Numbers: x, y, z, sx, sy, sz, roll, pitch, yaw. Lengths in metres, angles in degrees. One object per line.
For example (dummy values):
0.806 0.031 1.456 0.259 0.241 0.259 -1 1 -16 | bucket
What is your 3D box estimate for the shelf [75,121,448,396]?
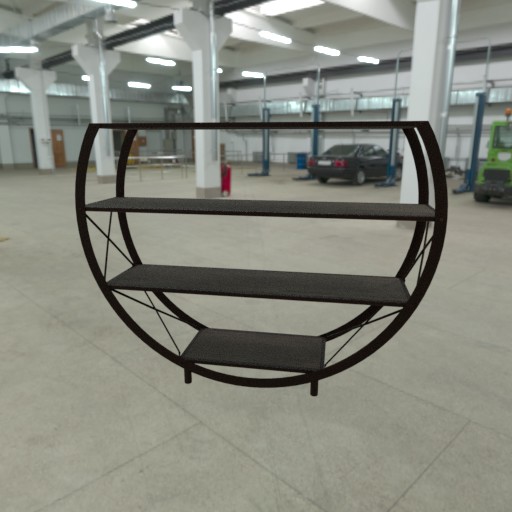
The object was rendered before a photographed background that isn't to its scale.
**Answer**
0.000 0.000 1.858 1.403 1.063 0.344 3 15 10 | shelf
